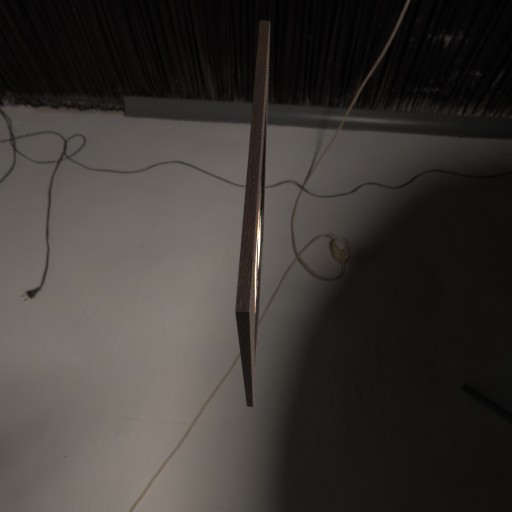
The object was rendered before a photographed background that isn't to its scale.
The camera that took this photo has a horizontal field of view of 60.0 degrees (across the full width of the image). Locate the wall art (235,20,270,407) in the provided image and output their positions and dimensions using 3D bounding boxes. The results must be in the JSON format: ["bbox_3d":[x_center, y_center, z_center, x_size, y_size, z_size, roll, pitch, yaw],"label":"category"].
[{"bbox_3d":[0.000,0.000,0.662,0.013,0.508,0.359,3,63,2],"label":"wall art"}]
